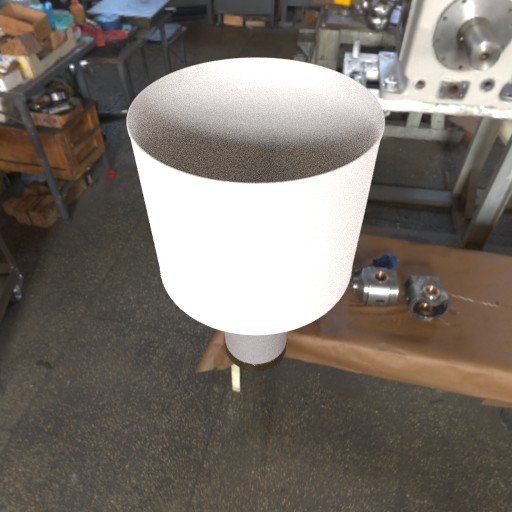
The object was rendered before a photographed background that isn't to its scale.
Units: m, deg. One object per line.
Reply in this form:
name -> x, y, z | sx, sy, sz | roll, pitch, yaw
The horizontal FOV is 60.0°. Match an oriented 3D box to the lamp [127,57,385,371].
lamp -> 0.000, 0.000, 0.535 | 0.229, 0.380, 0.229 | 0, 45, 0
